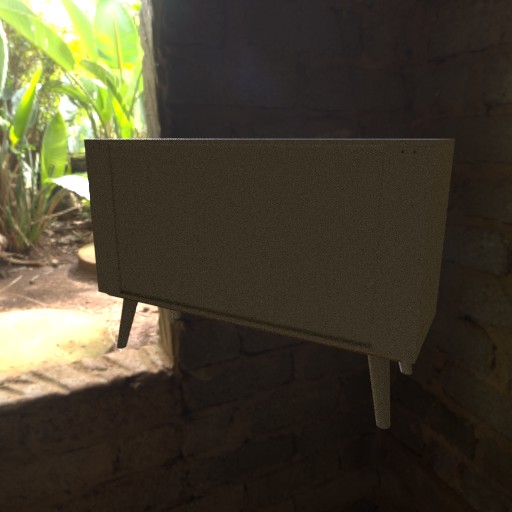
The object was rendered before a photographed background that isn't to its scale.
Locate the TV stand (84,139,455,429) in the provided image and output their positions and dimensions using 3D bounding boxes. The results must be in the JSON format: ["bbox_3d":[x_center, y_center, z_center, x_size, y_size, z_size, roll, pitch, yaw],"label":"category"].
[{"bbox_3d":[0.000,0.000,1.592,1.193,0.812,0.406,8,17,28],"label":"TV stand"}]
